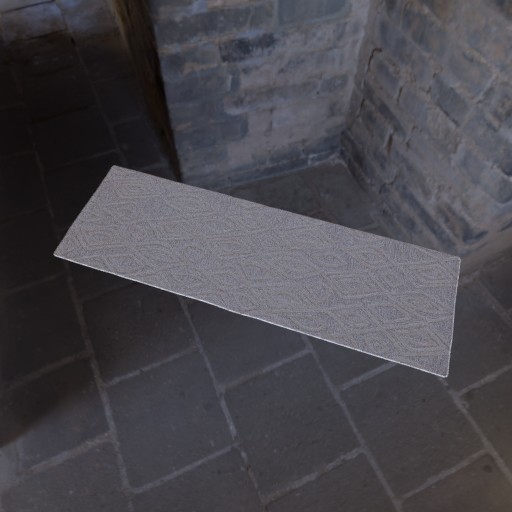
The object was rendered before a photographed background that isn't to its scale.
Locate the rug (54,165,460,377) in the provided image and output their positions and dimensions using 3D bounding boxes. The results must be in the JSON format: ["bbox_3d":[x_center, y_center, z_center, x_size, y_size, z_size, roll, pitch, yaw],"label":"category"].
[{"bbox_3d":[0.000,0.000,2.775,2.436,0.013,0.807,16,60,10],"label":"rug"}]
